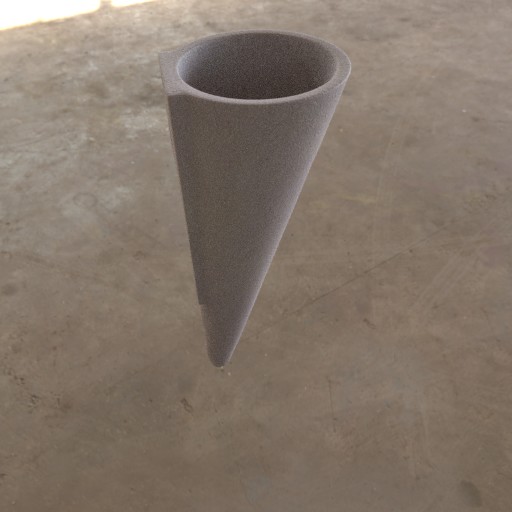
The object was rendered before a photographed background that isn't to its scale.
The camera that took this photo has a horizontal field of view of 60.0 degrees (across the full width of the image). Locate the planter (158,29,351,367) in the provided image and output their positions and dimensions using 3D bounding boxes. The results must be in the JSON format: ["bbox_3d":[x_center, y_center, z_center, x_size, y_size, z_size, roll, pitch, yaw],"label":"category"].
[{"bbox_3d":[0.000,0.000,0.296,0.087,0.259,0.078,-10,48,-9],"label":"planter"}]
